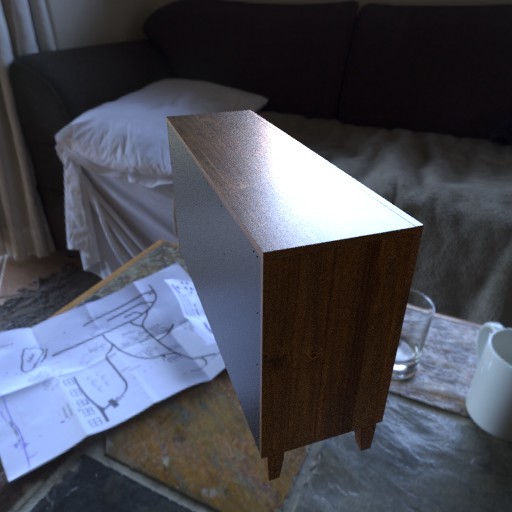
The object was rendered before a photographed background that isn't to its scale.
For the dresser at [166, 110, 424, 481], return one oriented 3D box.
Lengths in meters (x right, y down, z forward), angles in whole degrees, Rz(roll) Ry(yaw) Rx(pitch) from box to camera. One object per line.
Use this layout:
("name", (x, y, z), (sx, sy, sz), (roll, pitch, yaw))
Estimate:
("dresser", (0.000, 0.000, 1.849), (0.446, 0.873, 1.400), (-10, 32, -16))
